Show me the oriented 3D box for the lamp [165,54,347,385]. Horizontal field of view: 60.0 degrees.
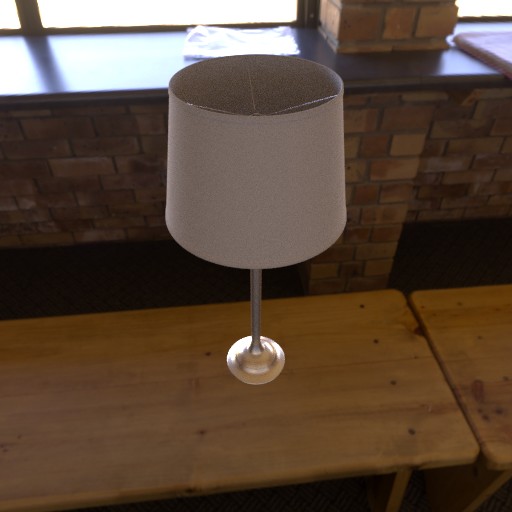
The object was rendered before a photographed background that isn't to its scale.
[{"bbox_3d":[0.000,0.000,0.896,0.331,0.698,0.331,0,41,0],"label":"lamp"}]
